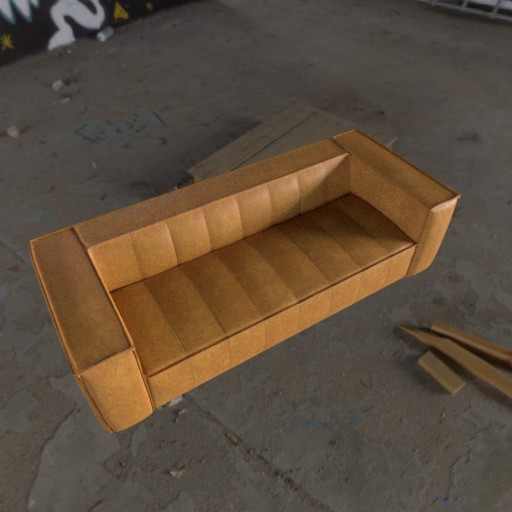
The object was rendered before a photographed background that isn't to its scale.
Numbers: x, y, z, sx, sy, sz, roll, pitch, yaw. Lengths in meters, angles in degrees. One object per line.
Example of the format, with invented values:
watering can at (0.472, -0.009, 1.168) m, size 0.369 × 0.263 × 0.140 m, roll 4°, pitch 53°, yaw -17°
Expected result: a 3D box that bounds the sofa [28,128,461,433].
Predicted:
sofa at (0.000, 0.000, 2.992) m, size 2.581 × 0.701 × 1.102 m, roll -23°, pitch 50°, yaw -22°
